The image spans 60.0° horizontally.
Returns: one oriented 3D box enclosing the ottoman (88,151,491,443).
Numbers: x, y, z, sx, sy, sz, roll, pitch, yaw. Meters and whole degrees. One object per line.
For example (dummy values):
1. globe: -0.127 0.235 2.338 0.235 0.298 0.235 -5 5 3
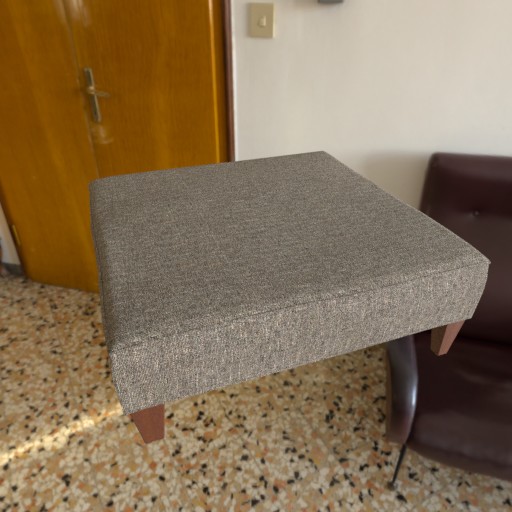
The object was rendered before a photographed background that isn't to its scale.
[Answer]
1. ottoman: 0.000 0.000 1.500 1.016 0.379 0.981 -11 33 -17
